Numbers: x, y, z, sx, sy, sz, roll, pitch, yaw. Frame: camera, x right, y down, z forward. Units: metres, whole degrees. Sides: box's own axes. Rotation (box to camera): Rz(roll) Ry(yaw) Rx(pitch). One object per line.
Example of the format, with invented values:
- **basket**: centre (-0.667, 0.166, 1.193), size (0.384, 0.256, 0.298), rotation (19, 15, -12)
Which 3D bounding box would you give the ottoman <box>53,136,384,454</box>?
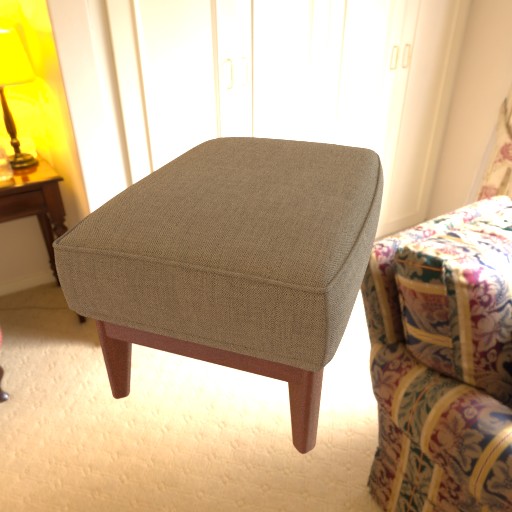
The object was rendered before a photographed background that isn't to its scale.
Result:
- **ottoman**: centre (0.000, 0.000, 1.100), size (0.555, 0.458, 0.750), rotation (10, 31, 16)
